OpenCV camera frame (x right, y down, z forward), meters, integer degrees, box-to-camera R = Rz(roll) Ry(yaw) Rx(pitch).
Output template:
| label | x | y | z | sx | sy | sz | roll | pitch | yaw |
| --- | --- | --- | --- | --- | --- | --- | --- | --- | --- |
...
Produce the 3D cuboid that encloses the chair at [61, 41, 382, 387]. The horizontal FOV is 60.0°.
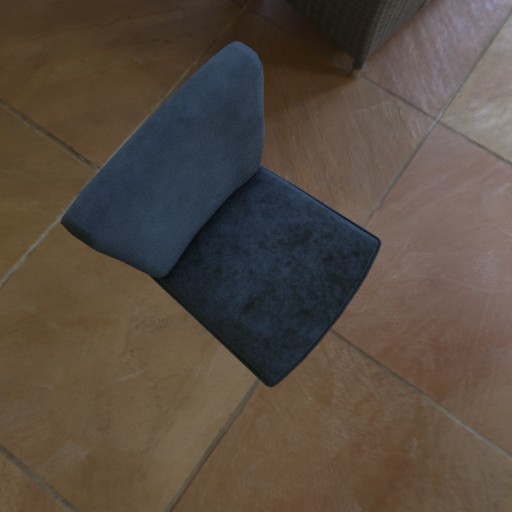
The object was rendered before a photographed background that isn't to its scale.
| label | x | y | z | sx | sy | sz | roll | pitch | yaw |
| --- | --- | --- | --- | --- | --- | --- | --- | --- | --- |
| chair | 0.000 | 0.000 | 1.207 | 0.551 | 0.806 | 0.521 | 38 | 78 | 9 |
